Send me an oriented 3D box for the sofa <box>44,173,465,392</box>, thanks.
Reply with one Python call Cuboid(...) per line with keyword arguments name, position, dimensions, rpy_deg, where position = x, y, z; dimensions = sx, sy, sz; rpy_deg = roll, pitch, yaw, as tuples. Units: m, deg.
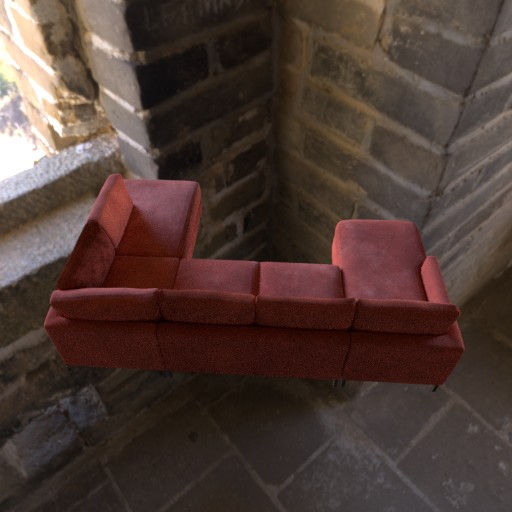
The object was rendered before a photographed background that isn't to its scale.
Cuboid(name="sofa", position=(0.000, 0.000, 3.849), dimensions=(2.971, 0.858, 1.981), rpy_deg=(2, 46, 2))
